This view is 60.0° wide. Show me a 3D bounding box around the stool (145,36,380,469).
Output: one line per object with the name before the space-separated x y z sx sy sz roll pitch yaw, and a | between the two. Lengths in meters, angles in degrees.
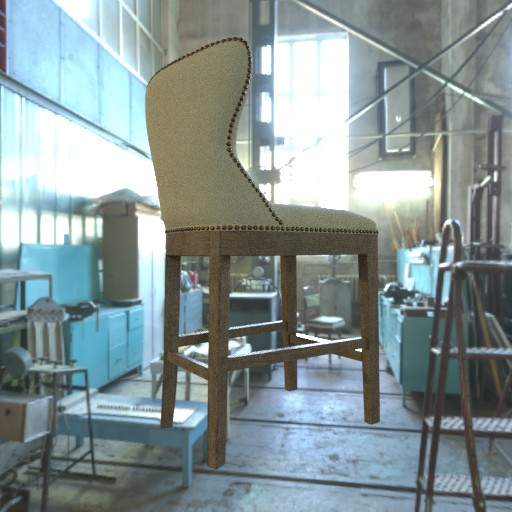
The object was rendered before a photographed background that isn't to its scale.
stool | 0.000 0.000 1.285 0.608 0.981 0.498 0 1 -35
